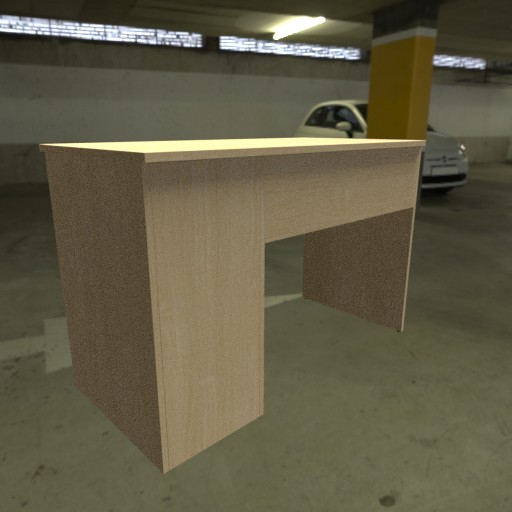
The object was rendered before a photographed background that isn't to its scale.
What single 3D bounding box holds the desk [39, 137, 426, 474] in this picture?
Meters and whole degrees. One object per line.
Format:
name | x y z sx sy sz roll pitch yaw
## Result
desk | 0.000 0.000 1.475 1.097 0.735 0.560 -15 22 -41
